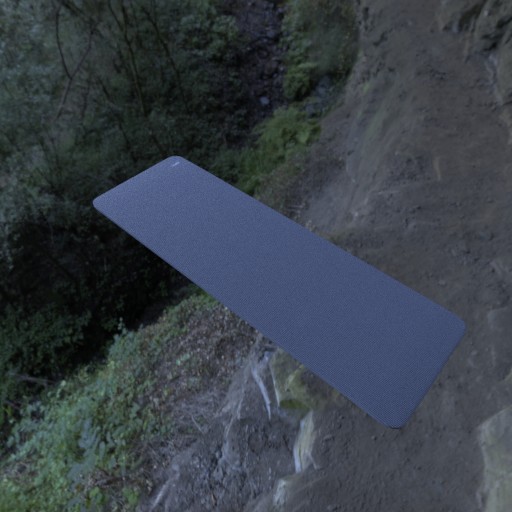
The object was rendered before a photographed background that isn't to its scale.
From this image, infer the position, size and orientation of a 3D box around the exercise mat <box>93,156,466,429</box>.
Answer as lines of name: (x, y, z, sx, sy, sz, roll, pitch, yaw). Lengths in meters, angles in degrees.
exercise mat: (0.000, 0.000, 2.133, 1.884, 0.021, 0.616, 33, 55, 27)
